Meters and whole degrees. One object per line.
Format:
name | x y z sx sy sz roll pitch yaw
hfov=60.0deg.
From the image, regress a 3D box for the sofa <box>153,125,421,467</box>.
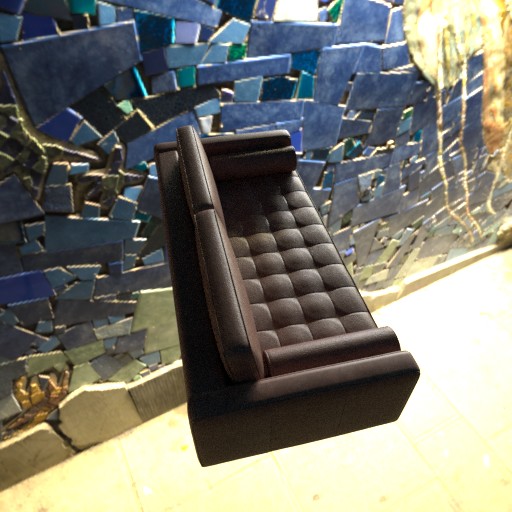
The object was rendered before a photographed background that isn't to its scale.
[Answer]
sofa | 0.000 0.000 2.357 0.910 0.760 1.870 -9 46 -9
